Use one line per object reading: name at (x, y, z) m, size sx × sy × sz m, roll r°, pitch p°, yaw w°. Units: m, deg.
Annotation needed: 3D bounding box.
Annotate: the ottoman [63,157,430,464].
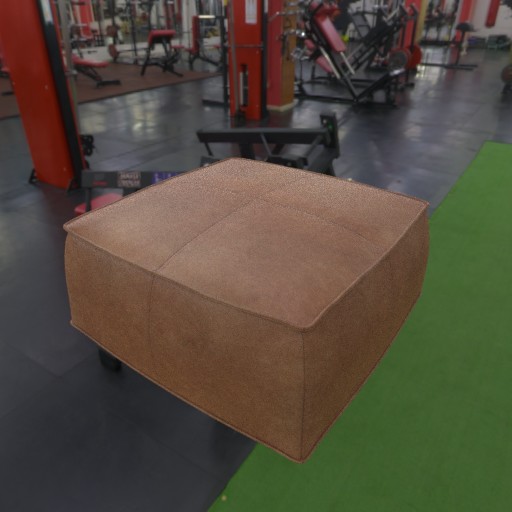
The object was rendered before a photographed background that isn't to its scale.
ottoman at (0.000, 0.000, 1.404) m, size 0.902 × 0.395 × 0.901 m, roll 20°, pitch 35°, yaw 30°
